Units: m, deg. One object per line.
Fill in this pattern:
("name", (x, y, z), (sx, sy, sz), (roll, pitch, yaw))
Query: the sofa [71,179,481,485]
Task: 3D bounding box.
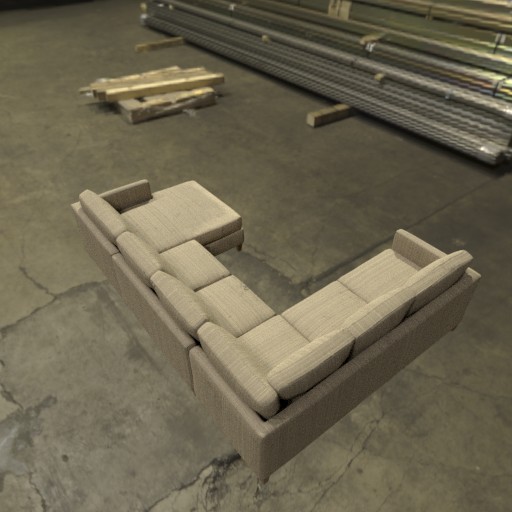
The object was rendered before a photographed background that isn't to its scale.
("sofa", (0.000, 0.000, 4.622), (2.594, 0.961, 3.460), (-27, 47, -28))
